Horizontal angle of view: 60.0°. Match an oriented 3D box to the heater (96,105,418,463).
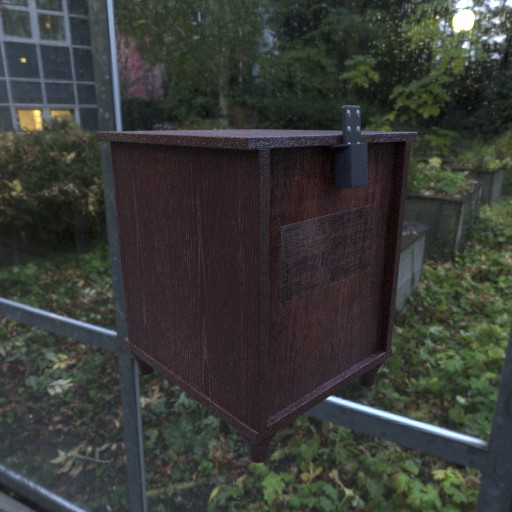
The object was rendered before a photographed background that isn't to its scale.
[{"bbox_3d":[0.000,0.000,0.763,0.362,0.481,0.400,-15,22,-41],"label":"heater"}]
